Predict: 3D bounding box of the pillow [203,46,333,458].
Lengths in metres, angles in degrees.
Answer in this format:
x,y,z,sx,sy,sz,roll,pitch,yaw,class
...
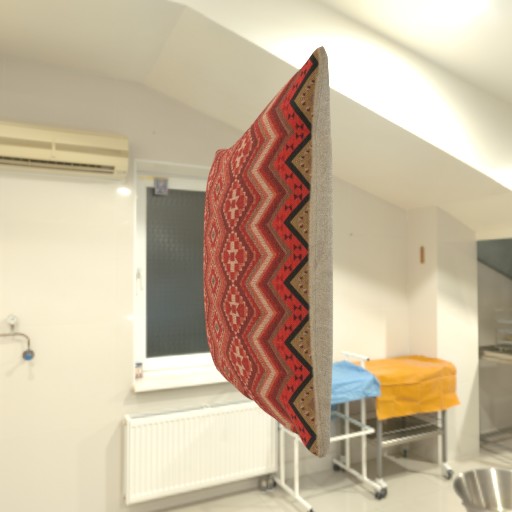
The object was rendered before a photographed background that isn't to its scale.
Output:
x,y,z,sx,sy,sz,roll,pitch,yaw,class
0.000,0.000,0.787,0.158,0.511,0.513,0,-2,-19,pillow
